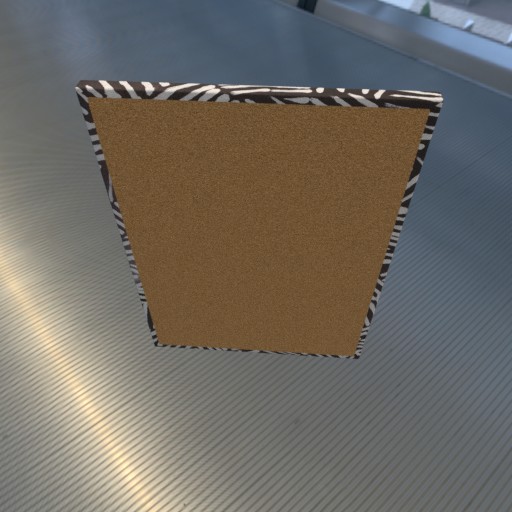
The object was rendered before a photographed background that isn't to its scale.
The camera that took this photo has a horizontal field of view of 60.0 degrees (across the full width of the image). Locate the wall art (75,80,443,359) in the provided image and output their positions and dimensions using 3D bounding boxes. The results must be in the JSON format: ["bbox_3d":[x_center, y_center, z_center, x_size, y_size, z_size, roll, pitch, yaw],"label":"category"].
[{"bbox_3d":[0.000,0.000,1.296,0.765,1.017,0.038,3,47,3],"label":"wall art"}]
